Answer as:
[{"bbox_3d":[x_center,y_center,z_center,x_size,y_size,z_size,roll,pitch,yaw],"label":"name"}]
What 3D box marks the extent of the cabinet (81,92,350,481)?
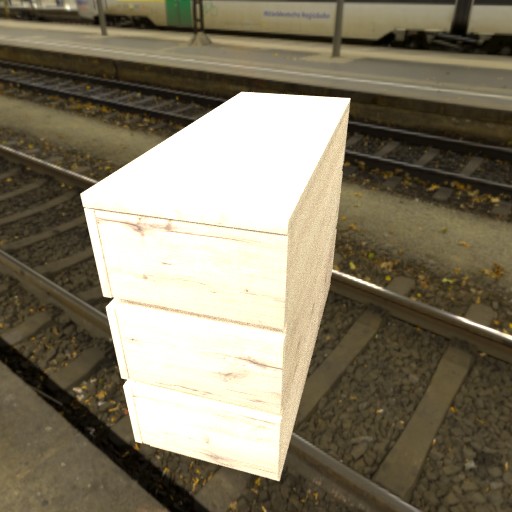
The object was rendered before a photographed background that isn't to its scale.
[{"bbox_3d":[0.000,0.000,1.465,0.420,0.820,1.040,9,32,14],"label":"cabinet"}]
